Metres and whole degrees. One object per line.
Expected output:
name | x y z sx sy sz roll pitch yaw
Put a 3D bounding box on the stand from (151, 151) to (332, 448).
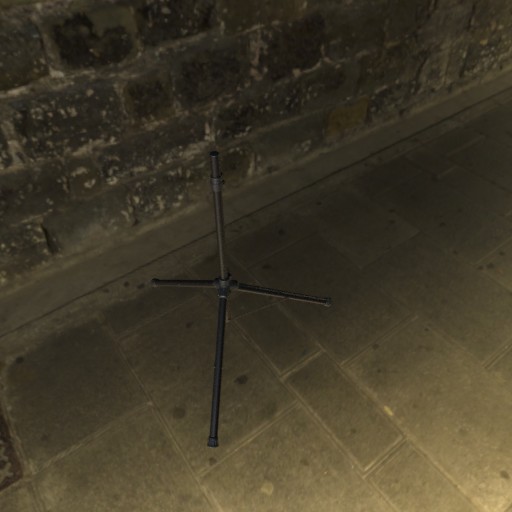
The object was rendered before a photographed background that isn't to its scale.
stand | 0.000 0.000 1.958 0.907 1.136 1.045 -16 48 -15
